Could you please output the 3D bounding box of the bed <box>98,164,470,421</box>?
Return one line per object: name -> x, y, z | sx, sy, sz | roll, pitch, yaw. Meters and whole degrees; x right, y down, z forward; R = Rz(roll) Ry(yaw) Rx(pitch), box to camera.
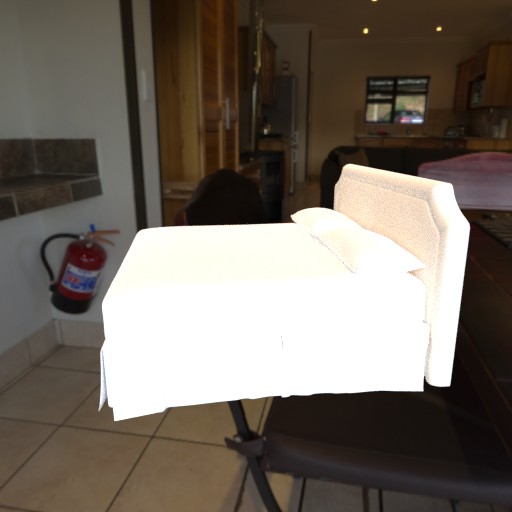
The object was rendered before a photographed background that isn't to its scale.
bed -> 0.000, 0.000, 3.517 | 2.204, 1.301, 2.160 | -2, 16, -8
